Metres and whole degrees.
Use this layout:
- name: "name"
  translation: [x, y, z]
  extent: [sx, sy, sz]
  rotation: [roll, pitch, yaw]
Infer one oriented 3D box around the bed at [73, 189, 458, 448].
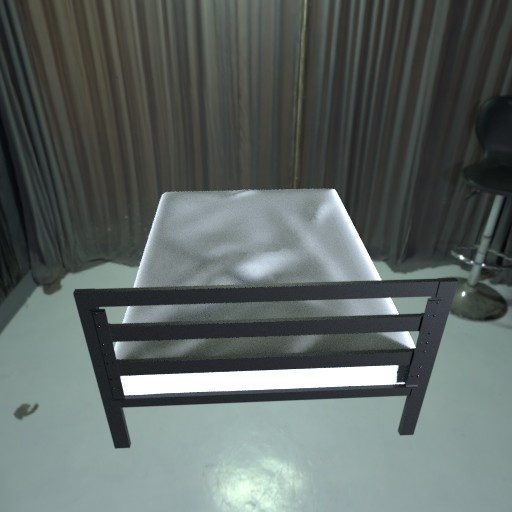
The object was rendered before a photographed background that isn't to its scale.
- name: "bed"
  translation: [0.000, 0.000, 2.867]
  extent: [1.524, 0.967, 2.062]
  rotation: [-2, 32, -3]
